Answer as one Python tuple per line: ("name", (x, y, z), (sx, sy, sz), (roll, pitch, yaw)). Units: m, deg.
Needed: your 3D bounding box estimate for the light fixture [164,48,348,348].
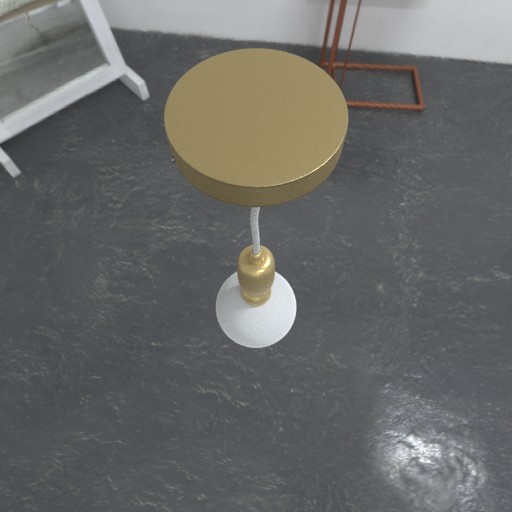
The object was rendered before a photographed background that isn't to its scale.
("light fixture", (0.000, 0.000, 0.574), (0.147, 0.510, 0.146), (-13, 64, -6))
